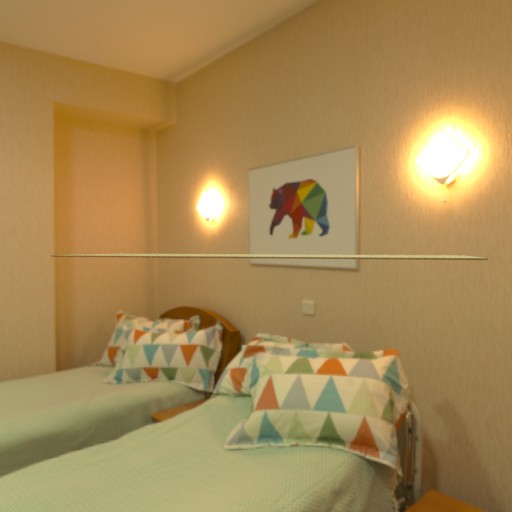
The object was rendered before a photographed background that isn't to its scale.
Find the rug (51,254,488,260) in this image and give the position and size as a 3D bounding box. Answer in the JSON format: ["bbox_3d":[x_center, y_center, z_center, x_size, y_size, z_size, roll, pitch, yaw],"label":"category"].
[{"bbox_3d":[0.000,0.000,2.539,2.277,0.008,0.676,0,1,17],"label":"rug"}]
